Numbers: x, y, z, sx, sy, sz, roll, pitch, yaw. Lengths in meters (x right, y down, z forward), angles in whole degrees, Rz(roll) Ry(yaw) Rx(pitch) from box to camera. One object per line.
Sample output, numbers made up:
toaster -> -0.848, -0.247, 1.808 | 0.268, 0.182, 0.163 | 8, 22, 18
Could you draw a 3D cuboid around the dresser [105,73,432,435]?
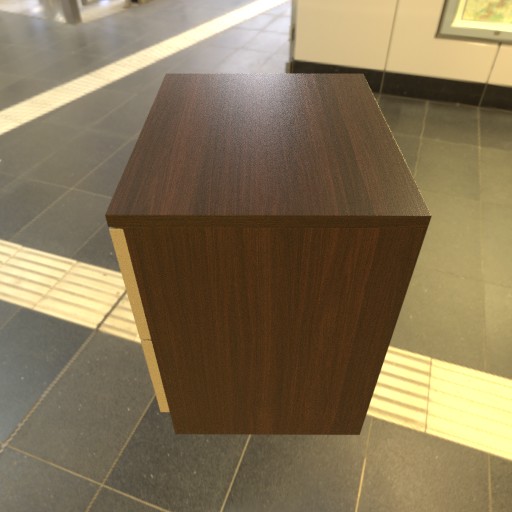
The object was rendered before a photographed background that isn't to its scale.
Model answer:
dresser -> 0.000, 0.000, 0.757 | 0.360, 0.470, 0.400 | 0, 42, 0
